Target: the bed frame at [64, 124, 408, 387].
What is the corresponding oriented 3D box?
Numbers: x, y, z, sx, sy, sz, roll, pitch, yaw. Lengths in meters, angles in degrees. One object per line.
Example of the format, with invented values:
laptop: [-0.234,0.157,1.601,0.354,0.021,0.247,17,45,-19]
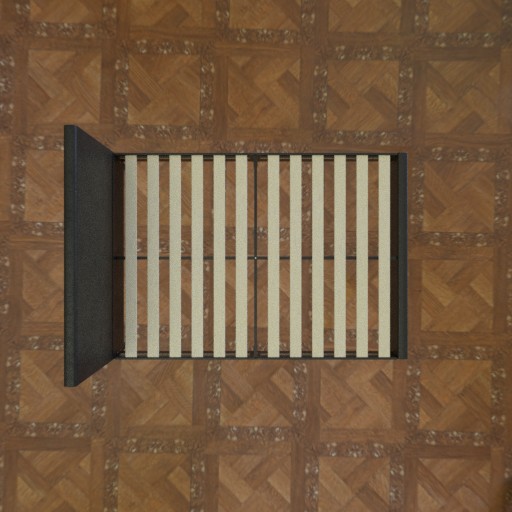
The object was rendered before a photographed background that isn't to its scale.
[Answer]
bed frame: [0.000,0.000,2.991,2.152,1.046,1.469,0,90,0]
